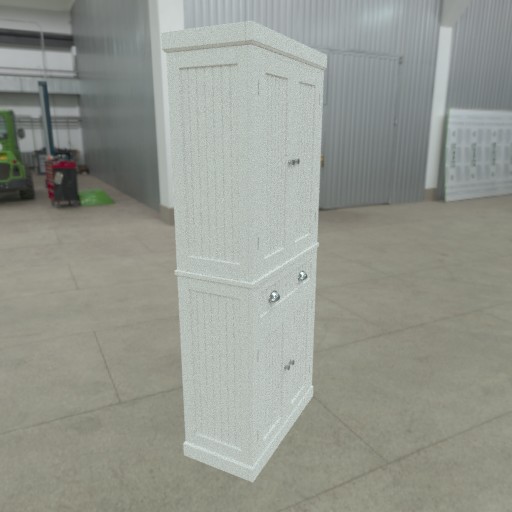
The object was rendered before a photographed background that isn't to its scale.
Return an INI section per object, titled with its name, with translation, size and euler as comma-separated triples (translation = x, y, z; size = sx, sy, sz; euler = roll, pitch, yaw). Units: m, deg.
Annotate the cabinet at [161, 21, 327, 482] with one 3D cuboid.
[cabinet]
translation = 0.000, 0.000, 2.097
size = 0.390, 1.829, 0.754
euler = 8, 17, 26
